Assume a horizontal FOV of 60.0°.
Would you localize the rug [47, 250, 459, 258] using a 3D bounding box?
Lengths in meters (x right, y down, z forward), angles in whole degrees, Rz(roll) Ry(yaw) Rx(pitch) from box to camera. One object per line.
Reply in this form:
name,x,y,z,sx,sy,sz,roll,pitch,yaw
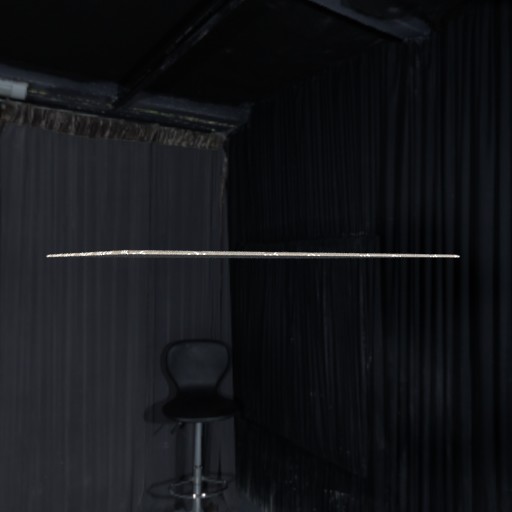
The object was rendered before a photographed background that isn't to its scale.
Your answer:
rug,0.000,0.000,2.369,1.836,0.012,1.239,0,-1,-36
